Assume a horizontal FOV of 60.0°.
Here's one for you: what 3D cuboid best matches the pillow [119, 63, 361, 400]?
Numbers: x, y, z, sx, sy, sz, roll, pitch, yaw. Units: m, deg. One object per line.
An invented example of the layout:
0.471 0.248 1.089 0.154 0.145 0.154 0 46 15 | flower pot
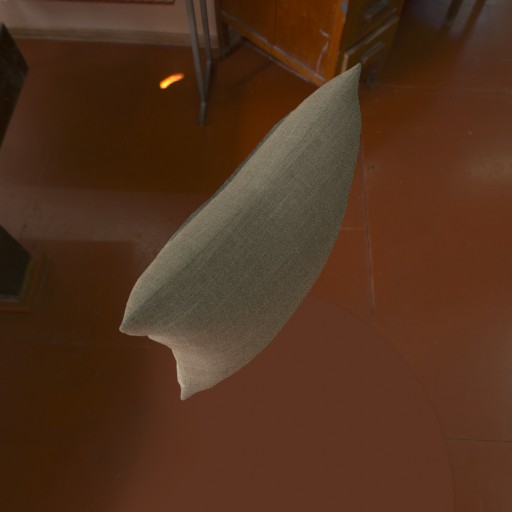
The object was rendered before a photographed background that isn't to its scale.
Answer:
0.000 0.000 0.637 0.169 0.400 0.424 34 69 15 | pillow
